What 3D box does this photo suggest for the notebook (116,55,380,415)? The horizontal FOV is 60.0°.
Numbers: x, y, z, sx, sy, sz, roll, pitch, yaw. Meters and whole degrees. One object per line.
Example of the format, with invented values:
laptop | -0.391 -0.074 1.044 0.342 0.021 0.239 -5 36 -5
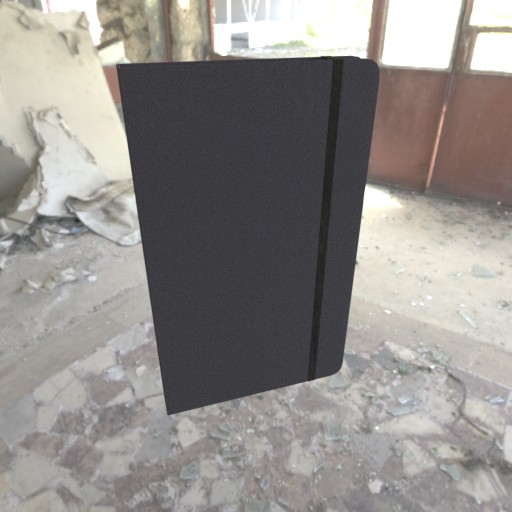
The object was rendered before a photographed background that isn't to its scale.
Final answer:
notebook | 0.000 0.000 0.262 0.127 0.213 0.016 -9 31 -15
